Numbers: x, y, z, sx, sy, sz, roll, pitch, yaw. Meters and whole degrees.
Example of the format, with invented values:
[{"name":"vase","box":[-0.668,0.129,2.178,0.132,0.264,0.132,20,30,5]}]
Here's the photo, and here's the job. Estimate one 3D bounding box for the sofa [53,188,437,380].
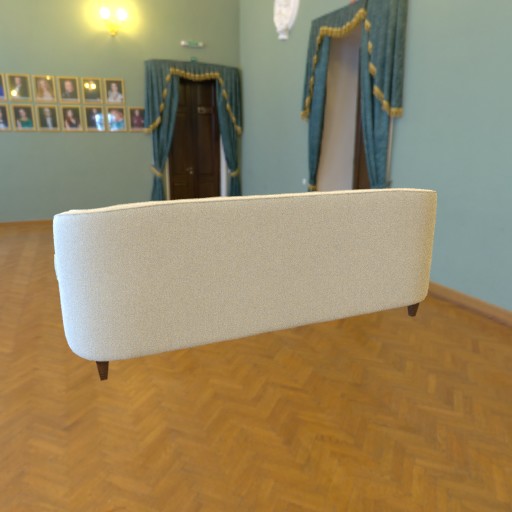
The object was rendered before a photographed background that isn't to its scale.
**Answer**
[{"name":"sofa","box":[0.000,0.000,2.742,2.278,0.855,0.941,-7,16,-23]}]
